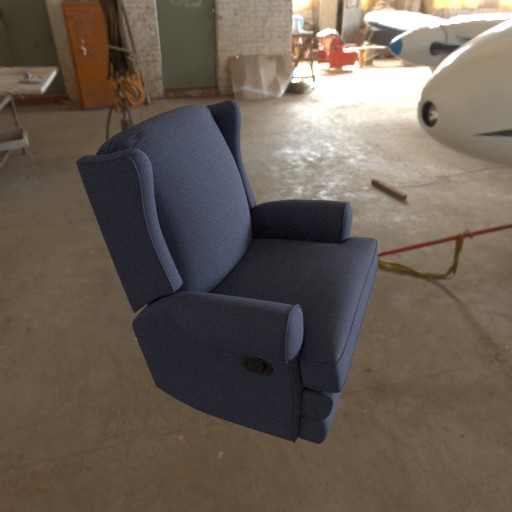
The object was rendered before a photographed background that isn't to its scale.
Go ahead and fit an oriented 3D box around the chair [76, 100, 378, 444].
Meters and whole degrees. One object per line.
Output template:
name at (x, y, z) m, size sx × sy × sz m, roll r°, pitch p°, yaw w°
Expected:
chair at (0.000, 0.000, 1.717) m, size 0.877 × 1.020 × 0.971 m, roll 11°, pitch 33°, yaw 18°
